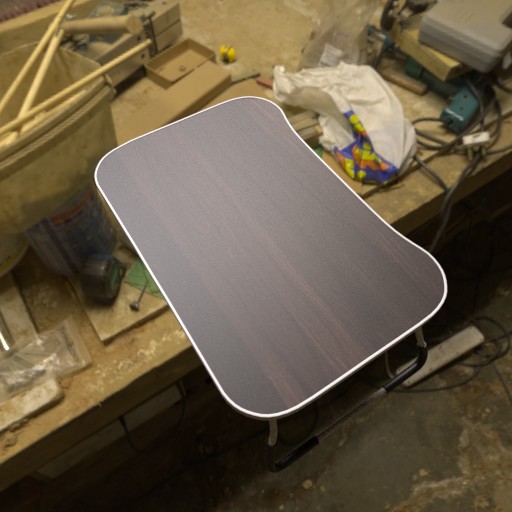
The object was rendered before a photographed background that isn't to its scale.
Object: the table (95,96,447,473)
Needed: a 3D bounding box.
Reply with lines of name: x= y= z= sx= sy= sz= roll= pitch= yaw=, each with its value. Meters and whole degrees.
table: x=0.000 y=0.000 z=0.859 sx=0.400 sy=0.232 sz=0.660 roll=-29 pitch=62 yaw=-17
